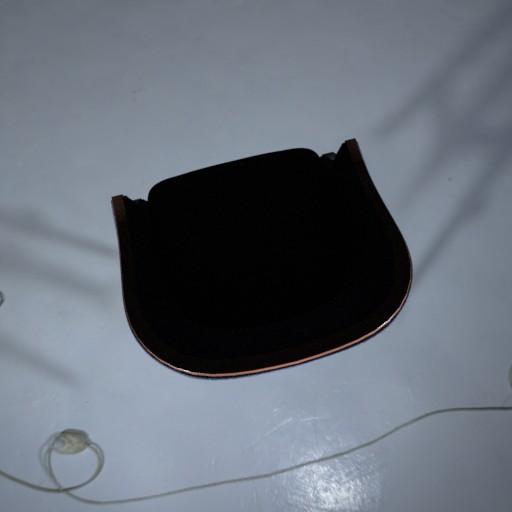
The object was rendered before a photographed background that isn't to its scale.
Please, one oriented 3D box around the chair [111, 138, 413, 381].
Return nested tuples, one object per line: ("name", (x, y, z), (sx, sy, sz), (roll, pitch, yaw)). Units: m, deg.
("chair", (0.000, 0.000, 1.462), (0.803, 0.876, 0.735), (-14, 77, -3))
